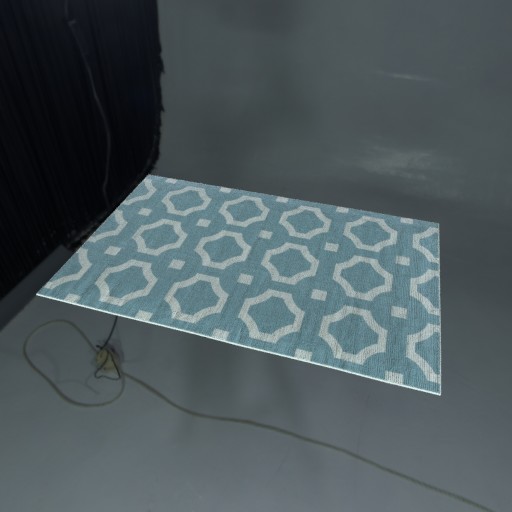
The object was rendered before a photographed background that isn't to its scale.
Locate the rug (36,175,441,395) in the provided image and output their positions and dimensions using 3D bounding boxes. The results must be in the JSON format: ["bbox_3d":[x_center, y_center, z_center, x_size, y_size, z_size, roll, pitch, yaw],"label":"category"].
[{"bbox_3d":[0.000,0.000,3.082,2.443,0.015,1.528,11,42,13],"label":"rug"}]
